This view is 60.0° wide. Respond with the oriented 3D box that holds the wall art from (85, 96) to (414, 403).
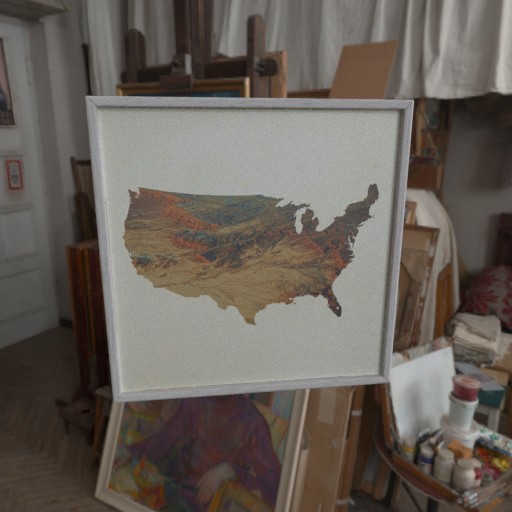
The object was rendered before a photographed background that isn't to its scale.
[{"bbox_3d":[0.000,0.000,1.920,1.287,1.288,0.078,-2,15,-7],"label":"wall art"}]
